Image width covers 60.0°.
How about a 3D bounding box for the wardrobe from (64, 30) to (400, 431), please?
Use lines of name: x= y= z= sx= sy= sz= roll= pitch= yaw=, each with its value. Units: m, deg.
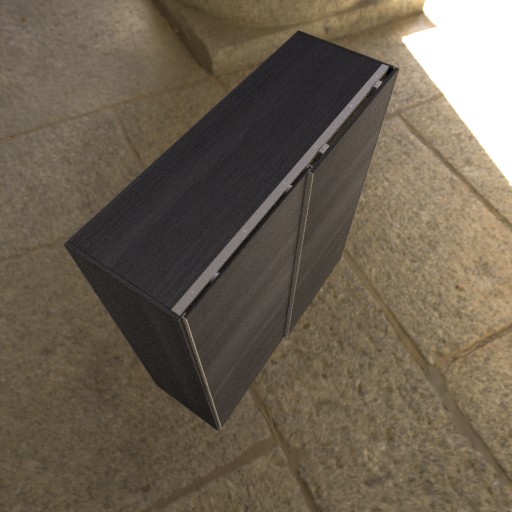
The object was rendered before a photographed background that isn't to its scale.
wardrobe: x=0.000 y=0.000 z=2.869 sx=0.629 sy=1.960 sz=1.780 roll=30 pitch=63 yaw=17
